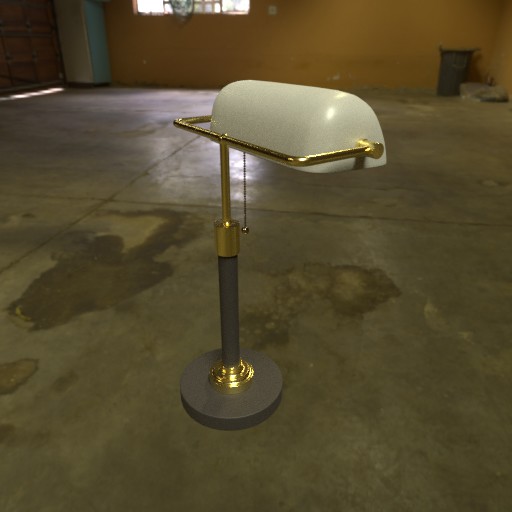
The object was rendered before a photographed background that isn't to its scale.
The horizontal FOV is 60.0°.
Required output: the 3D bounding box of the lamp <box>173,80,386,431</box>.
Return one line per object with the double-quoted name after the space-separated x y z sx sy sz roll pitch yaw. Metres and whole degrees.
0.000 0.000 0.562 0.227 0.404 0.269 -17 31 -31 "lamp"
